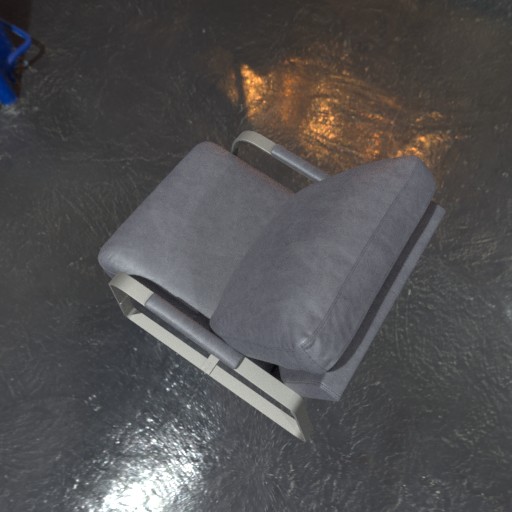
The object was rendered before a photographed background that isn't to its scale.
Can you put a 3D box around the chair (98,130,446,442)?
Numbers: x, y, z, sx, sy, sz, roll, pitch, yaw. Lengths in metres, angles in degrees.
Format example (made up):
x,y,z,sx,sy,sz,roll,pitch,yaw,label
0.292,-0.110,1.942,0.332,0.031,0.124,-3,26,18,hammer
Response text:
x,y,z,sx,sy,sz,roll,pitch,yaw,label
0.000,0.000,1.425,0.878,0.839,0.692,31,68,14,chair
